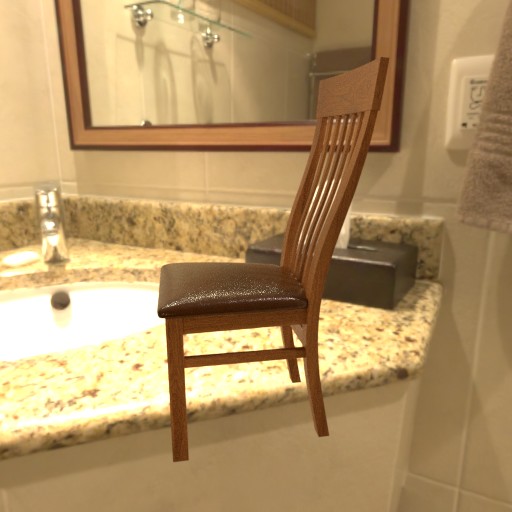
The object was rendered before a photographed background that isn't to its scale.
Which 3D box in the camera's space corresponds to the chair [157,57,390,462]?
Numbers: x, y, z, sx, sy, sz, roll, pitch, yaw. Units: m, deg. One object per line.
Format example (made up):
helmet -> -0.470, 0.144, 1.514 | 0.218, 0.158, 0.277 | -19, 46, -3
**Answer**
chair -> 0.000, 0.000, 1.334 | 0.580, 1.050, 0.450 | -3, 15, -10
